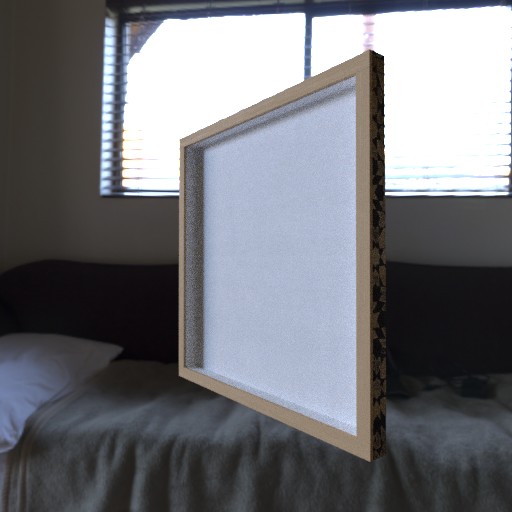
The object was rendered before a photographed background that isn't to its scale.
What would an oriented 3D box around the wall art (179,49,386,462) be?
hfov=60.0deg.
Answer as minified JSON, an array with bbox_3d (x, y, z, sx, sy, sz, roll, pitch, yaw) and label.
[{"bbox_3d":[0.000,0.000,0.910,0.038,0.612,0.612,0,-1,-37],"label":"wall art"}]
